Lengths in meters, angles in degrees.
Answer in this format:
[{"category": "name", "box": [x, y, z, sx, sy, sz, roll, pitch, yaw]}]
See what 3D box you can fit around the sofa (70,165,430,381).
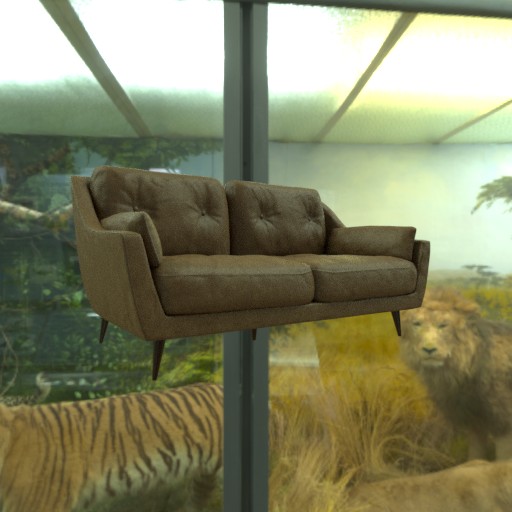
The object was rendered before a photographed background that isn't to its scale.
[{"category": "sofa", "box": [0.000, 0.000, 2.310, 1.731, 0.886, 0.981, 0, 1, -36]}]
